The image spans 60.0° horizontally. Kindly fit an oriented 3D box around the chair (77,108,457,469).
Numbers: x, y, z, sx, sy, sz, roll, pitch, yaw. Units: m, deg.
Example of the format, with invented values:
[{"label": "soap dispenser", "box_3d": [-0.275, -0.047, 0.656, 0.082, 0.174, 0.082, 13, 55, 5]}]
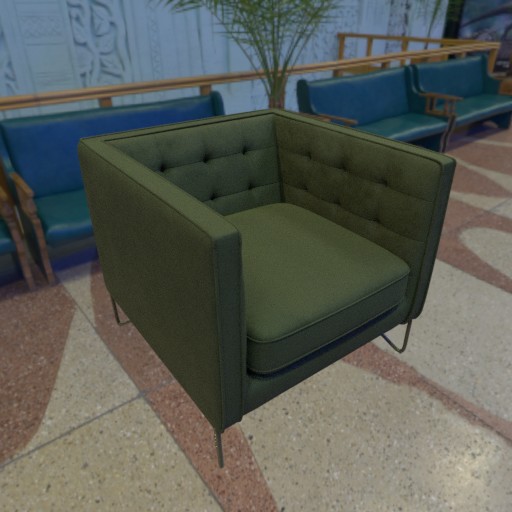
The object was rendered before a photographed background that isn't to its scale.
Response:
[{"label": "chair", "box_3d": [0.000, 0.000, 1.578, 0.880, 0.790, 0.894, -20, 36, -31]}]
